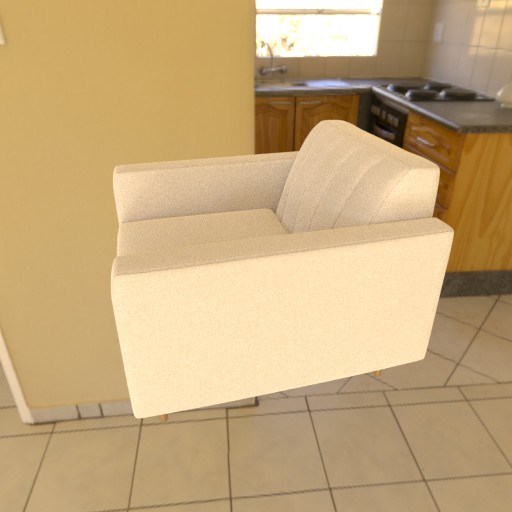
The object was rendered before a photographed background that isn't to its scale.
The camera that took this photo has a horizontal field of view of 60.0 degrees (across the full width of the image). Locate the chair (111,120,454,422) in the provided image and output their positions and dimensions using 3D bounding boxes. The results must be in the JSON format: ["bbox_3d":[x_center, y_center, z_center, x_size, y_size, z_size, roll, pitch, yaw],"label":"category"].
[{"bbox_3d":[0.000,0.000,1.651,0.998,0.819,0.953,-8,30,-13],"label":"chair"}]
